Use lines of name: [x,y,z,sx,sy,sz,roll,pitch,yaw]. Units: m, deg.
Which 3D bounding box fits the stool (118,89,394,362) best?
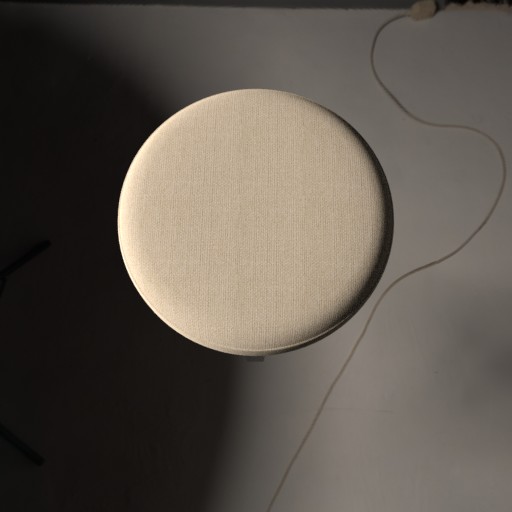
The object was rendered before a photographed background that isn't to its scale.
stool: [0.000,0.000,0.964,0.449,0.655,0.449,0,77,0]
